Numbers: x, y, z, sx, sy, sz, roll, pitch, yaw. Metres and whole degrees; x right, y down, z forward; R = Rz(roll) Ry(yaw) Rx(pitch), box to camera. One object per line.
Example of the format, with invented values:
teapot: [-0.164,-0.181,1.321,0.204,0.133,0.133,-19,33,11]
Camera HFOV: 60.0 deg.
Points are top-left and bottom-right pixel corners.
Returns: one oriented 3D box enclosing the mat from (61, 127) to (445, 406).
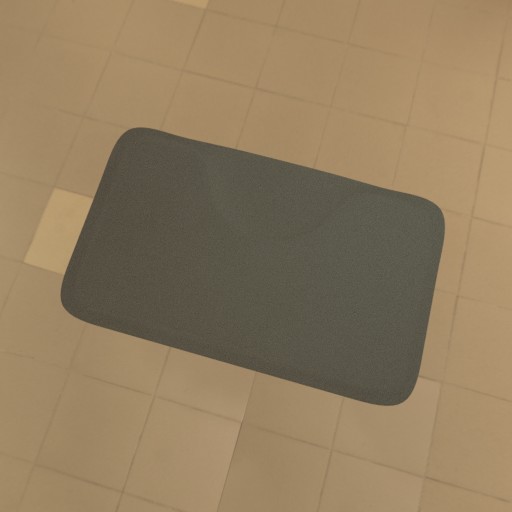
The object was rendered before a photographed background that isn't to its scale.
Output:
mat: [0.000,0.000,1.892,1.524,0.013,0.918,15,77,4]
